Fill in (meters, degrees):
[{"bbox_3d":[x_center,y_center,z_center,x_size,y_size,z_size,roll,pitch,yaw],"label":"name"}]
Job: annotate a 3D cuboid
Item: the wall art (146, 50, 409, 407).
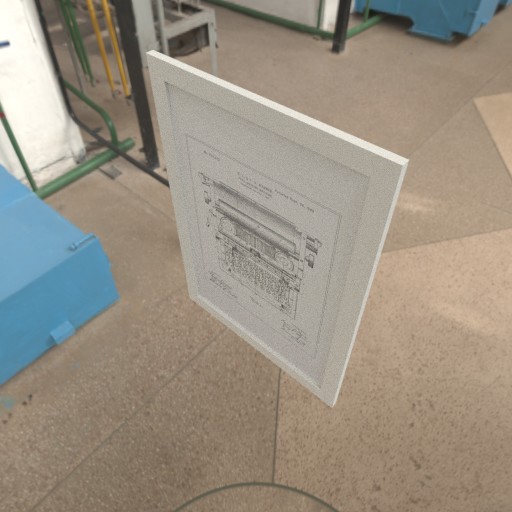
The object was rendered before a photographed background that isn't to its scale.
[{"bbox_3d":[0.000,0.000,0.702,0.381,0.533,0.013,33,55,27],"label":"wall art"}]
